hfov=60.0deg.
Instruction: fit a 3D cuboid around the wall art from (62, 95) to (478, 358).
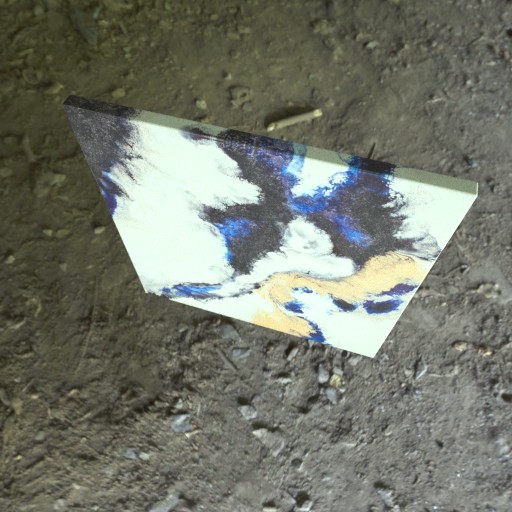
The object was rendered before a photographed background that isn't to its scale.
[{"bbox_3d":[0.000,0.000,1.287,0.887,0.885,0.038,15,59,9],"label":"wall art"}]
